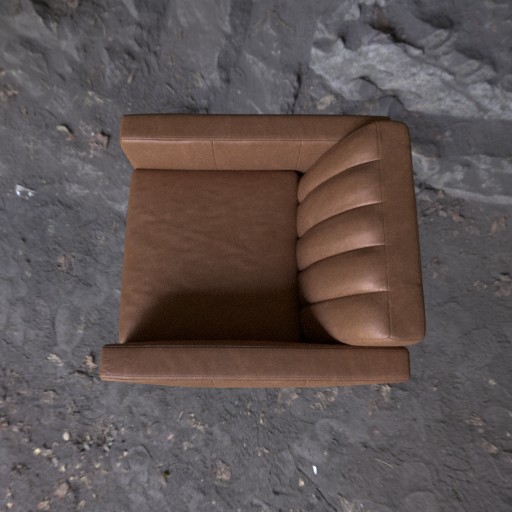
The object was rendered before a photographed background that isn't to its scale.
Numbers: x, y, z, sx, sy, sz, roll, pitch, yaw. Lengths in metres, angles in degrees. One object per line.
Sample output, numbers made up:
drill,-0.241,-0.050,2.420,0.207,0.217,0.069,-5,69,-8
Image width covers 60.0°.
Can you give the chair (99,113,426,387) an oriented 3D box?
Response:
chair,0.000,0.000,1.684,0.998,0.819,0.953,0,76,0
